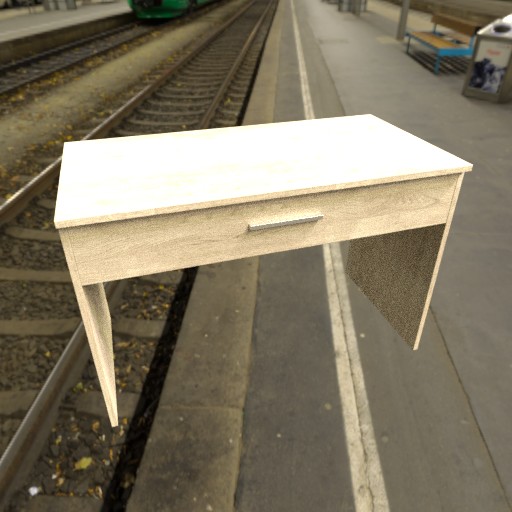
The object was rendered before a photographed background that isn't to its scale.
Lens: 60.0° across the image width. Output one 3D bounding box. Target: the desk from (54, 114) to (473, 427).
[{"bbox_3d":[0.000,0.000,1.522,1.100,0.730,0.560,-10,34,-15],"label":"desk"}]
